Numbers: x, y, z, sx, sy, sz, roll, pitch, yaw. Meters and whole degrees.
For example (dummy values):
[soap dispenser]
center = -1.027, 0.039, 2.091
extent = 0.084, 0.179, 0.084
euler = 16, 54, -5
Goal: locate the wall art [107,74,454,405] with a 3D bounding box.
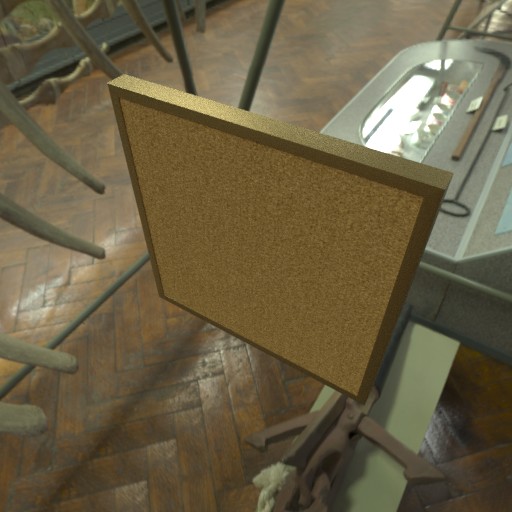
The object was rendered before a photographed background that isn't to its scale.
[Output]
[wall art]
center = 0.000, 0.000, 0.771
extent = 0.510, 0.509, 0.037
euler = 24, 50, 22
